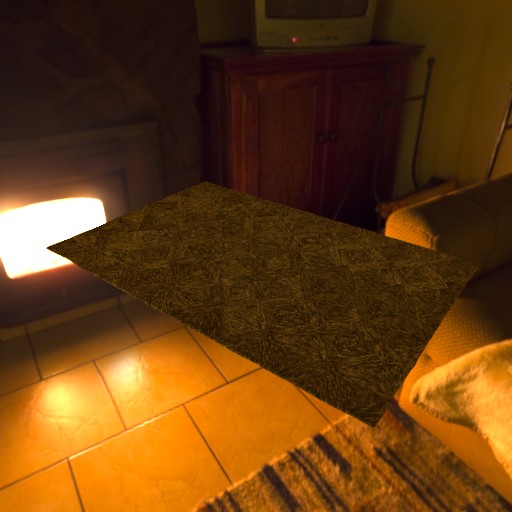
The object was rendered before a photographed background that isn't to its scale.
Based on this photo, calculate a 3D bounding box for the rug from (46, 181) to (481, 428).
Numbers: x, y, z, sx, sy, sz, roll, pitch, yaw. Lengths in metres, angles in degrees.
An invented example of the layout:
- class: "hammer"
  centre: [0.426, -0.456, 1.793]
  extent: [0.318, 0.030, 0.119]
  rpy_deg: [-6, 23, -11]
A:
- class: "rug"
  centre: [0.000, 0.000, 2.195]
  extent: [1.808, 0.011, 1.189]
  rpy_deg: [21, 36, 32]
